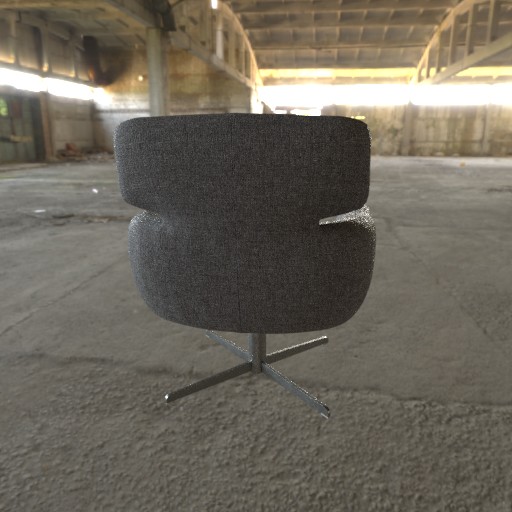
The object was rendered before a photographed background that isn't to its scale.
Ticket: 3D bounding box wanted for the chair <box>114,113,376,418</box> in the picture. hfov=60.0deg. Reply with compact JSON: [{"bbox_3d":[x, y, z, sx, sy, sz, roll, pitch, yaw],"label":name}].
[{"bbox_3d":[0.000,0.000,1.368,0.706,0.812,0.715,2,15,8],"label":"chair"}]
